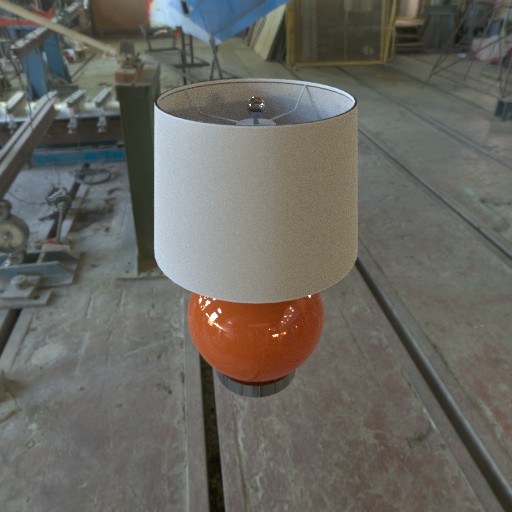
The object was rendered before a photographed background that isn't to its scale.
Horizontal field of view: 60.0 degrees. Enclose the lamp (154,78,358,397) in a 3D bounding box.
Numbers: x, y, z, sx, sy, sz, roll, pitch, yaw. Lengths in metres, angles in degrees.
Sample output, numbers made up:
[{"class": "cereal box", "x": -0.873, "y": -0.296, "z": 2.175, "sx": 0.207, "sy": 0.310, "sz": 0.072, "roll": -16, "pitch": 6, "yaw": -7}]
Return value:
[{"class": "lamp", "x": 0.000, "y": 0.000, "z": 0.559, "sx": 0.247, "sy": 0.387, "sz": 0.247, "roll": 0, "pitch": 32, "yaw": 0}]
